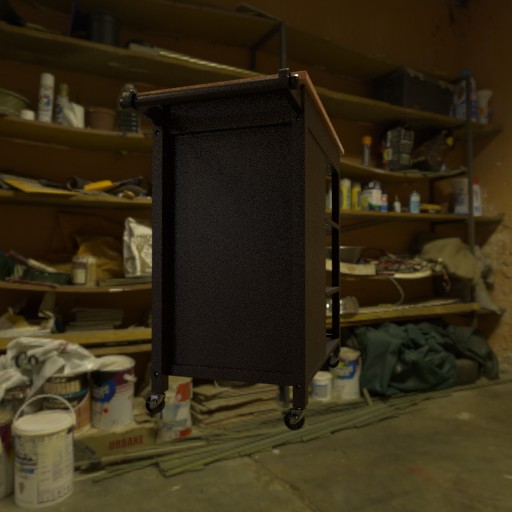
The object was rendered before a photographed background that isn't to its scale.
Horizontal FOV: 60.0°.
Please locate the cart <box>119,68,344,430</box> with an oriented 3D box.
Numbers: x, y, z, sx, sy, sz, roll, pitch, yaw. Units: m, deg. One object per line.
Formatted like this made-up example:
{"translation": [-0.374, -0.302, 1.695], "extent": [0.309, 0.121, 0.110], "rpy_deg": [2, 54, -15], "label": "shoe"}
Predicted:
{"translation": [0.000, 0.000, 1.445], "extent": [0.472, 0.878, 0.914], "rpy_deg": [0, -1, 18], "label": "cart"}
